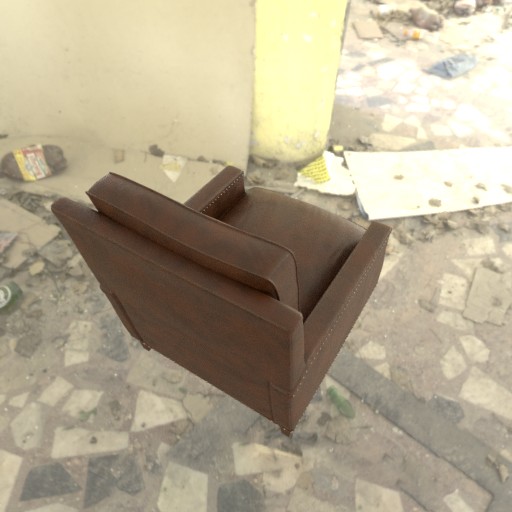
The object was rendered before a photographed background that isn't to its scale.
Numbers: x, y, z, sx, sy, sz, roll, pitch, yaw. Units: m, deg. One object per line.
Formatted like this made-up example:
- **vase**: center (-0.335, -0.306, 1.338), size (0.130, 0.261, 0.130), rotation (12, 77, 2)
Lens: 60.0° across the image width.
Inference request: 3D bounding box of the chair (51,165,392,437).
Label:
- **chair**: center (0.000, 0.000, 1.817), size (0.854, 1.054, 1.035), rotation (25, 52, 21)
